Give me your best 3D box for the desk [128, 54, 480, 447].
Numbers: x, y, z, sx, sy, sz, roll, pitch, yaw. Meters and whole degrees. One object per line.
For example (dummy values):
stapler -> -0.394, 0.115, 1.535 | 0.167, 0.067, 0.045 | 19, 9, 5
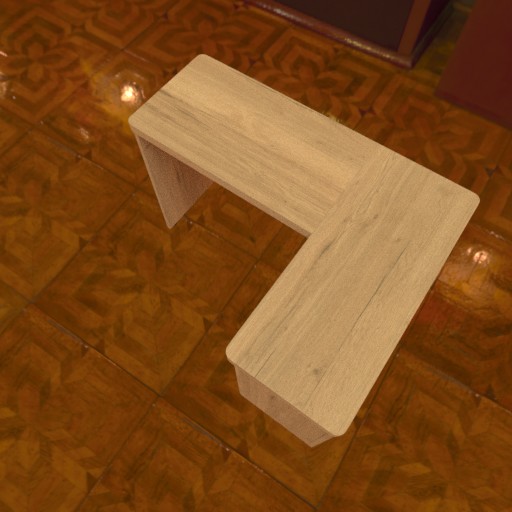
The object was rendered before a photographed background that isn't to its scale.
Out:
desk -> 0.000, 0.000, 1.771 | 1.169, 0.760, 0.900 | 33, 68, 15
